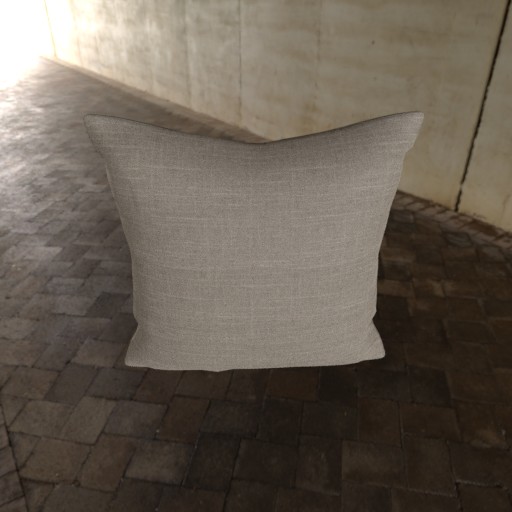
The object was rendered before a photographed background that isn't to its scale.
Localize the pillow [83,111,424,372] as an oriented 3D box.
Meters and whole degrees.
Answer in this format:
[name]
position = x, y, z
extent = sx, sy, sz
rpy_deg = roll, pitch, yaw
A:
[pillow]
position = 0.000, 0.000, 0.632
extent = 0.424, 0.400, 0.169
rpy_deg = -1, 30, -2
